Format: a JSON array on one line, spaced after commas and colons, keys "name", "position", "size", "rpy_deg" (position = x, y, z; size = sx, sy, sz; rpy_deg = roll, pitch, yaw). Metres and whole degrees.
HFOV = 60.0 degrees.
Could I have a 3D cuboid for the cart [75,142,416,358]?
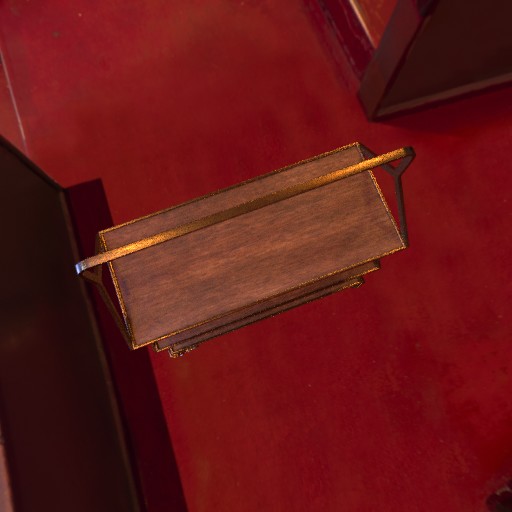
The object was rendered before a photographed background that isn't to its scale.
[{"name": "cart", "position": [0.000, 0.000, 1.213], "size": [0.723, 0.805, 0.313], "rpy_deg": [-20, 77, -5]}]
